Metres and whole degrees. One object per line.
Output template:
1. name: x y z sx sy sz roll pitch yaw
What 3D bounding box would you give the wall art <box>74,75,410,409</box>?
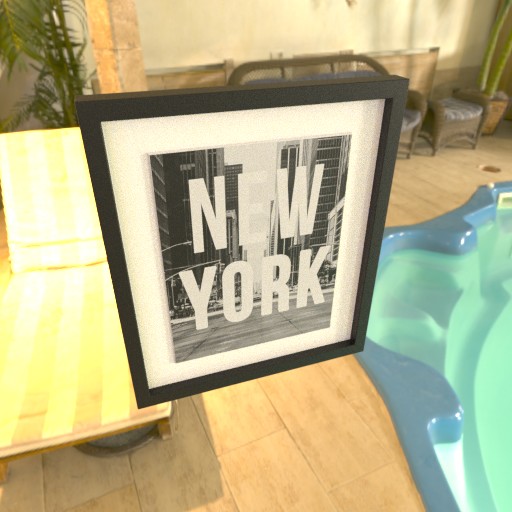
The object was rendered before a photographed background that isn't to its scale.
1. wall art: 0.000 0.000 0.524 0.328 0.381 0.028 -10 33 -16
